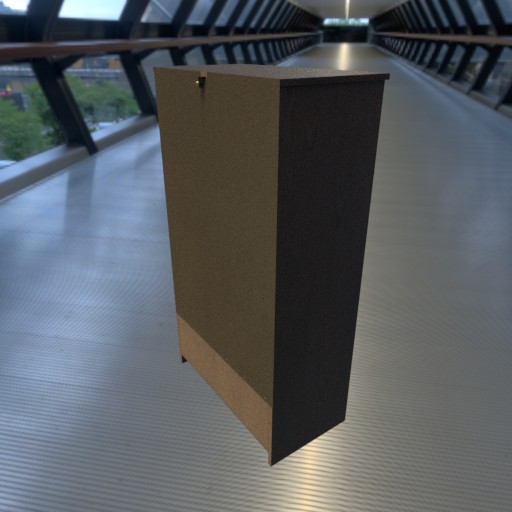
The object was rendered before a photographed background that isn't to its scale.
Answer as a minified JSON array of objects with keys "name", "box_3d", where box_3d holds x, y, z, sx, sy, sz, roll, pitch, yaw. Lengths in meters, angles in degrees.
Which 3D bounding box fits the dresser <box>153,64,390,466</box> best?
[{"name":"dresser","box_3d":[0.000,0.000,1.615,0.418,1.254,0.704,-17,30,-31]}]
